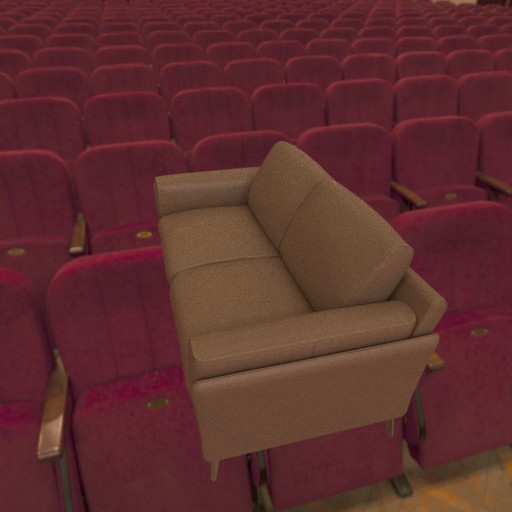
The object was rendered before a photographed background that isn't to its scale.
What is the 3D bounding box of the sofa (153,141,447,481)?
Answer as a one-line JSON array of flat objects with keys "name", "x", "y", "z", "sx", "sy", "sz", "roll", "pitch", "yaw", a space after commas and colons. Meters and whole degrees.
[{"name": "sofa", "x": 0.000, "y": 0.000, "z": 2.601, "sx": 1.049, "sy": 0.930, "sz": 2.101, "roll": -8, "pitch": 31, "yaw": -13}]
